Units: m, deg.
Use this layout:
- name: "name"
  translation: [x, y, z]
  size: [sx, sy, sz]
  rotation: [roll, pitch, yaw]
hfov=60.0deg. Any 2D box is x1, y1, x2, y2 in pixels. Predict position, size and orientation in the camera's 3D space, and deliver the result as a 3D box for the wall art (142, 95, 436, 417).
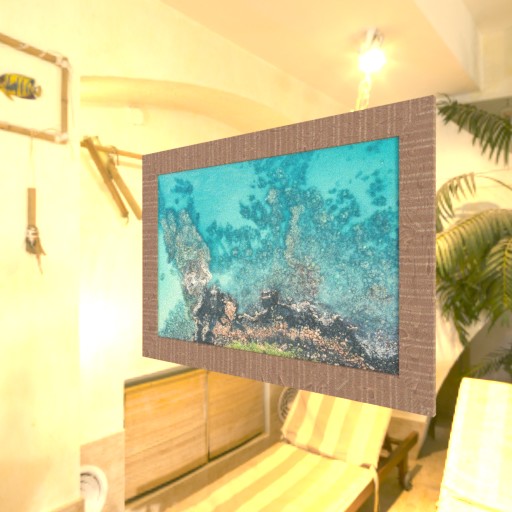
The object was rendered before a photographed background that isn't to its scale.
- name: "wall art"
  translation: [0.000, 0.000, 1.365]
  size: [1.056, 0.761, 0.020]
  rotation: [0, 0, 37]
